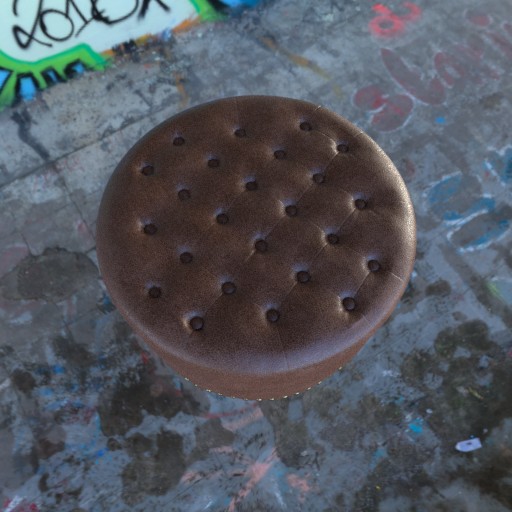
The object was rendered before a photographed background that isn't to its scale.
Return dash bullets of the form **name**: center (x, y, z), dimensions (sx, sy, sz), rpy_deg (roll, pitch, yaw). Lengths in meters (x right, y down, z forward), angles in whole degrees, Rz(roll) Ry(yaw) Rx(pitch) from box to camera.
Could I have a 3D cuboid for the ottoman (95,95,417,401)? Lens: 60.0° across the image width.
- **ottoman**: center (0.000, 0.000, 1.053), dimensions (0.637, 0.442, 0.637), rpy_deg (0, 64, 0)
